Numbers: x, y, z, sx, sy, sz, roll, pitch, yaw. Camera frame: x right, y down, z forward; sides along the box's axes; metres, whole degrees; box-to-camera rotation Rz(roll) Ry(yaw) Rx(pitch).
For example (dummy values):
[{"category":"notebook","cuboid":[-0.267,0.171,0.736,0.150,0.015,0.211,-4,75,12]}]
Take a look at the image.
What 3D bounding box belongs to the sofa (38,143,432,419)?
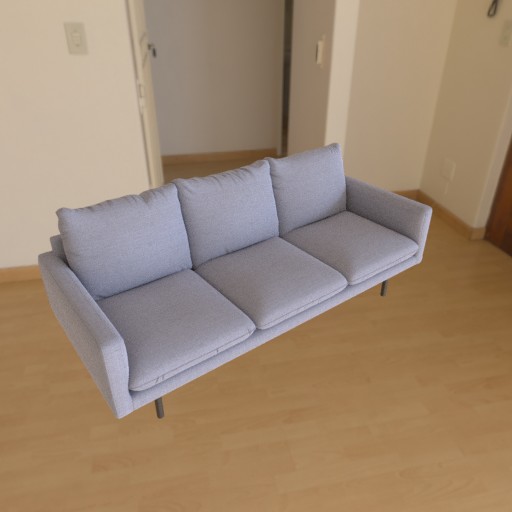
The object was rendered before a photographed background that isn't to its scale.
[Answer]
[{"category":"sofa","cuboid":[0.000,0.000,2.423,2.000,0.830,0.850,-21,36,-31]}]
